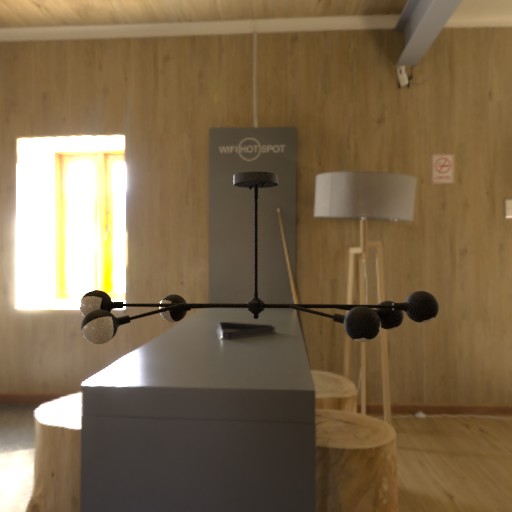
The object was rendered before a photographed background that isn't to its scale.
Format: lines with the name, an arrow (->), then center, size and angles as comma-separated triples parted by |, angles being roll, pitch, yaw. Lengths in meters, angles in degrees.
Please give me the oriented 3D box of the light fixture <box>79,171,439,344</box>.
light fixture -> 0.000, 0.000, 0.999 | 0.778, 0.362, 0.434 | 0, 1, 18
